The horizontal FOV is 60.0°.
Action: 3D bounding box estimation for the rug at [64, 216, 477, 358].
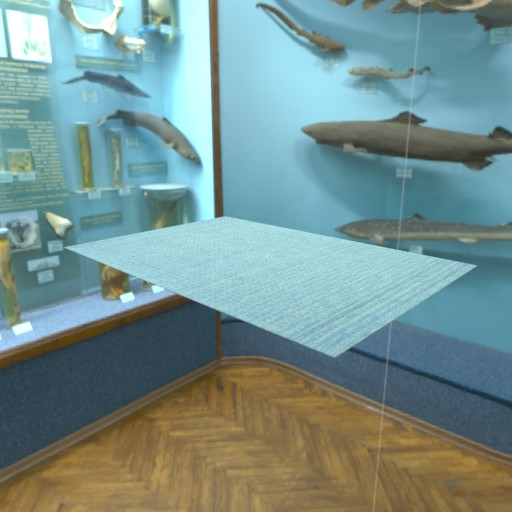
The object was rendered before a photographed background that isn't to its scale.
[{"bbox_3d":[0.000,0.000,3.736,2.895,0.006,1.982,15,22,41],"label":"rug"}]
